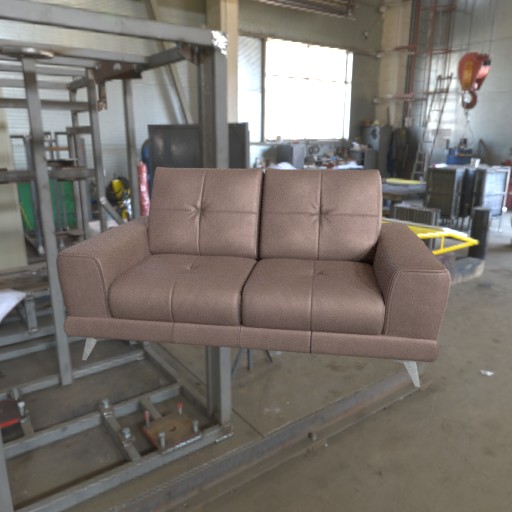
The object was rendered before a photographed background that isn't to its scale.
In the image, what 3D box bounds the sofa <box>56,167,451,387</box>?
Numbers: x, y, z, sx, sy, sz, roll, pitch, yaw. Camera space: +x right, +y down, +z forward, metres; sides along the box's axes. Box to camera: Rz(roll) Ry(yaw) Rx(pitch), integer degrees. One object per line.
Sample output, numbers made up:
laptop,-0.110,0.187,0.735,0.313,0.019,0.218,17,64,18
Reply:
sofa,0.000,0.000,2.429,1.806,0.907,1.018,2,16,8
